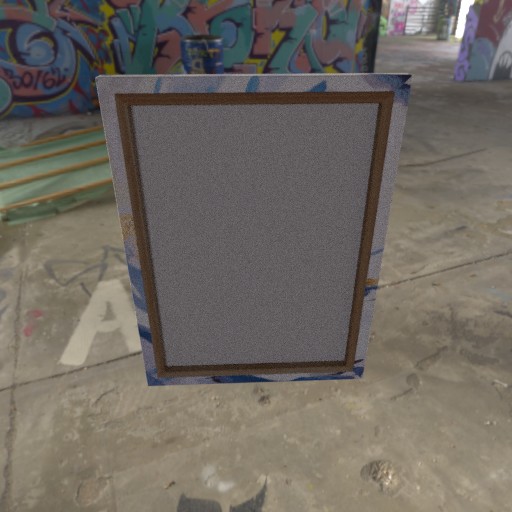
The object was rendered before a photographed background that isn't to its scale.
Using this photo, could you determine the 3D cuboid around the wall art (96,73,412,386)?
[{"bbox_3d":[0.000,0.000,1.329,0.761,1.015,0.038,-1,30,-2],"label":"wall art"}]
